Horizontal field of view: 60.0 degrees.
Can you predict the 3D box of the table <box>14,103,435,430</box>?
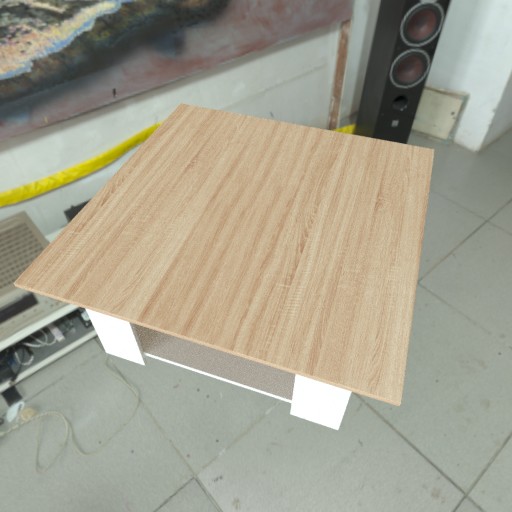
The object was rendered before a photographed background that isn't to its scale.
[{"bbox_3d":[0.000,0.000,1.030,0.670,0.305,0.670,14,49,13],"label":"table"}]
